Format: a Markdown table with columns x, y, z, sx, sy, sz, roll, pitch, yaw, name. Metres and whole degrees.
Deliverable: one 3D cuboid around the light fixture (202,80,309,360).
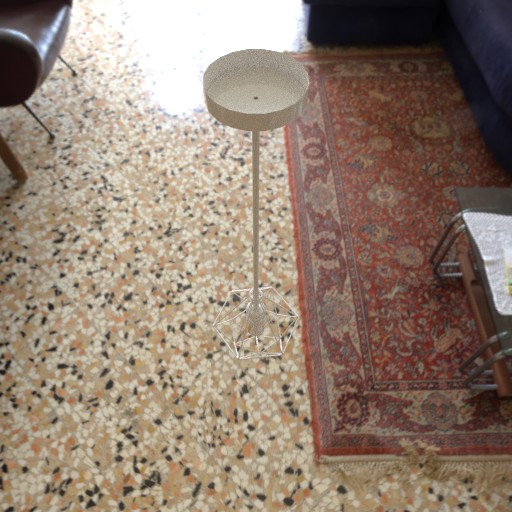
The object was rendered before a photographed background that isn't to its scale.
| x | y | z | sx | sy | sz | roll | pitch | yaw | name |
| --- | --- | --- | --- | --- | --- | --- | --- | --- | --- |
| 0.000 | 0.000 | 1.956 | 0.431 | 1.764 | 0.487 | -32 | 62 | -19 | light fixture |
